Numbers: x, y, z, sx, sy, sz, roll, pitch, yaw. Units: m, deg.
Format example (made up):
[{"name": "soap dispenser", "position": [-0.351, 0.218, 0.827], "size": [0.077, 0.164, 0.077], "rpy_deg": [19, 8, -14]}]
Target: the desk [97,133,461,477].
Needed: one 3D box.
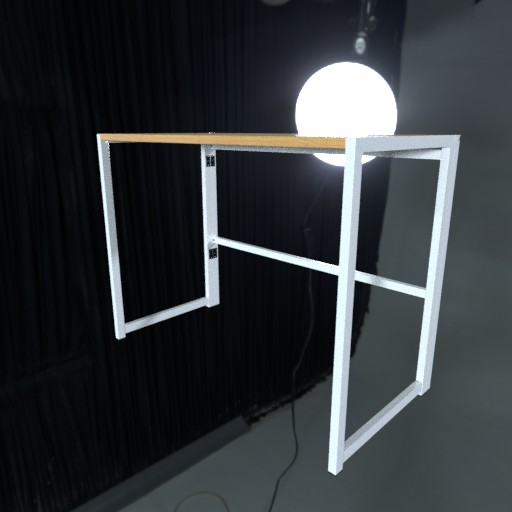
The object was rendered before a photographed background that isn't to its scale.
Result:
[{"name": "desk", "position": [0.000, 0.000, 1.437], "size": [1.016, 0.762, 0.508], "rpy_deg": [15, 22, 42]}]
